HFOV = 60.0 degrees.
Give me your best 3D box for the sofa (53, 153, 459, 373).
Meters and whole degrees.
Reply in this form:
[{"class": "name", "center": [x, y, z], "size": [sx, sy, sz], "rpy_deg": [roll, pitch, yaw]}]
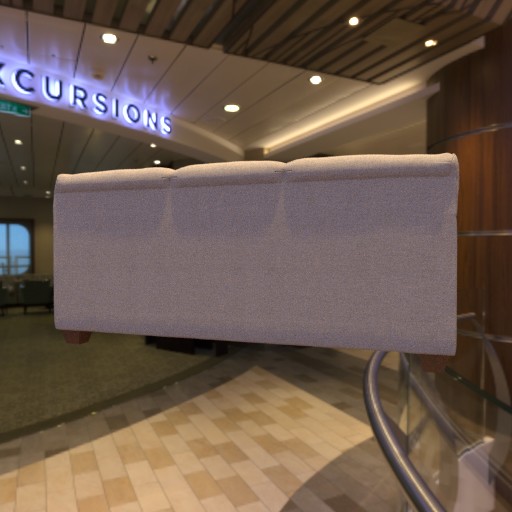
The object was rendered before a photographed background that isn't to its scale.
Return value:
[{"class": "sofa", "center": [0.000, 0.000, 2.548], "size": [2.024, 0.958, 0.997], "rpy_deg": [0, 1, 18]}]
